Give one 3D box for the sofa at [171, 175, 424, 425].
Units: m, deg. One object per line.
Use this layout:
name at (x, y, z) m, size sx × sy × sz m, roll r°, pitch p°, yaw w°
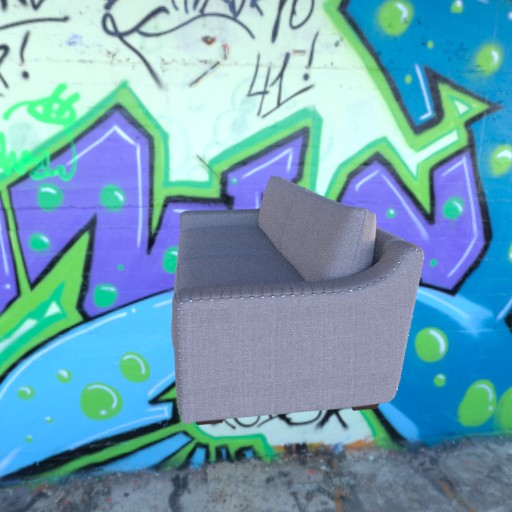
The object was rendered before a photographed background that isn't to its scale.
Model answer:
sofa at (0.000, 0.000, 2.765) m, size 1.000 × 0.857 × 2.208 m, roll -2°, pitch 15°, yaw -8°
